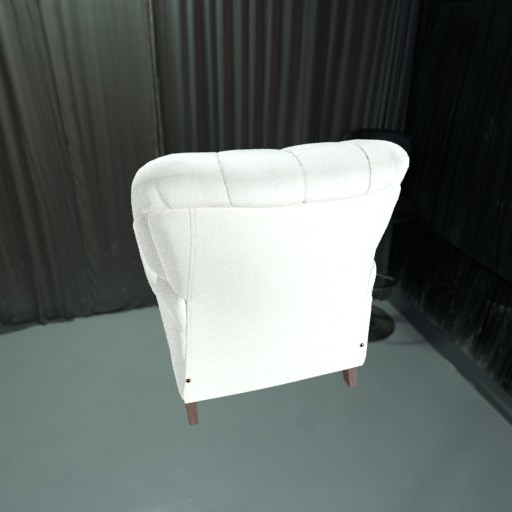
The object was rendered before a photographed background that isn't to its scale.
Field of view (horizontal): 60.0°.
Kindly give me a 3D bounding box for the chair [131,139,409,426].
[{"bbox_3d":[0.000,0.000,2.021,1.035,1.169,1.132,-8,28,-15],"label":"chair"}]
